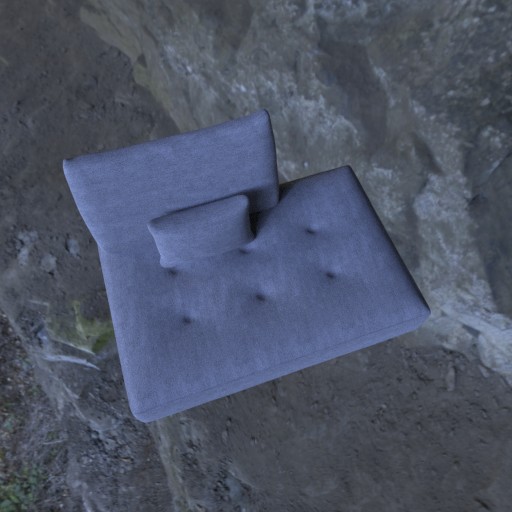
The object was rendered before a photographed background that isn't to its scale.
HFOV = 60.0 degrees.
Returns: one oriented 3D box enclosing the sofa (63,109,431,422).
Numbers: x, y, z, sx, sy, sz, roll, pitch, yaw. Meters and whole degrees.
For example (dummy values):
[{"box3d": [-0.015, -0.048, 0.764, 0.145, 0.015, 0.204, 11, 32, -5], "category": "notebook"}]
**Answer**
[{"box3d": [0.000, 0.000, 2.068, 1.450, 0.820, 1.002, -17, 64, -9], "category": "sofa"}]
